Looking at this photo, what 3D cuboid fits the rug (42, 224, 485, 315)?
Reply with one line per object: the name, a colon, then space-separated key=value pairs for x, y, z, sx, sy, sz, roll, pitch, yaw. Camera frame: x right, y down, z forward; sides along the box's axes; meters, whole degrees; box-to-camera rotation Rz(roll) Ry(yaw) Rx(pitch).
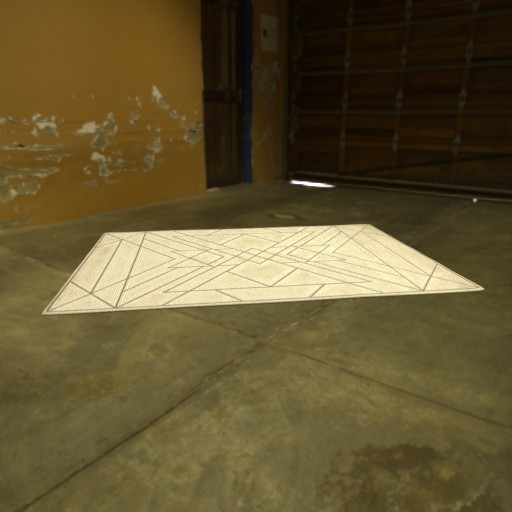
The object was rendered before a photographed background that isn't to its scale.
rug: x=0.000 y=0.000 z=4.474 sx=3.381 sy=0.026 sz=2.436 roll=-2 pitch=17 yaw=-8
